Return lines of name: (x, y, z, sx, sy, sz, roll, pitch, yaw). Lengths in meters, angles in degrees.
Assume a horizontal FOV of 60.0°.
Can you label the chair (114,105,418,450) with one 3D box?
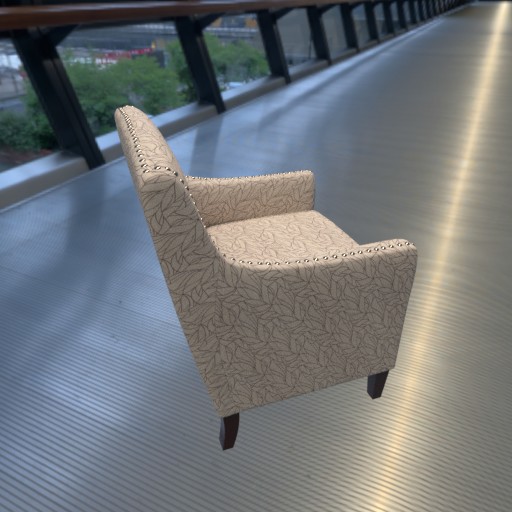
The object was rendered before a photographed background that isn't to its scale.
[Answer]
chair: (0.000, 0.000, 1.304, 0.651, 0.816, 0.623, -10, 31, -17)
